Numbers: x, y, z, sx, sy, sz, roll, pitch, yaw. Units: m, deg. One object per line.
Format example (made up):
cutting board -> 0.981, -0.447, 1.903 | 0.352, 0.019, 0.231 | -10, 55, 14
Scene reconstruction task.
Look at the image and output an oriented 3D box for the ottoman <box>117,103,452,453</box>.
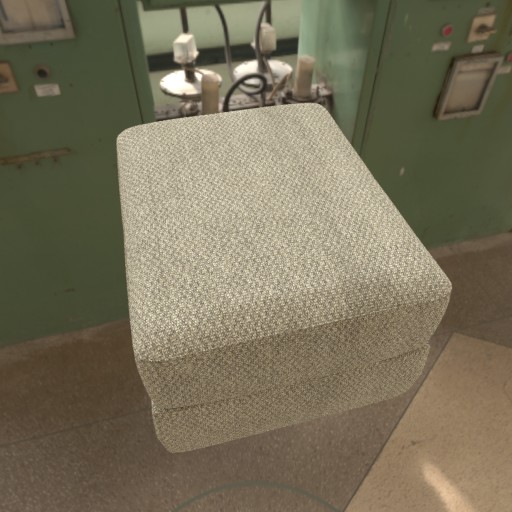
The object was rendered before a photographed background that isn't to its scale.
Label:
ottoman -> 0.000, 0.000, 1.122 | 0.603, 0.476, 0.751 | -11, 48, -10
